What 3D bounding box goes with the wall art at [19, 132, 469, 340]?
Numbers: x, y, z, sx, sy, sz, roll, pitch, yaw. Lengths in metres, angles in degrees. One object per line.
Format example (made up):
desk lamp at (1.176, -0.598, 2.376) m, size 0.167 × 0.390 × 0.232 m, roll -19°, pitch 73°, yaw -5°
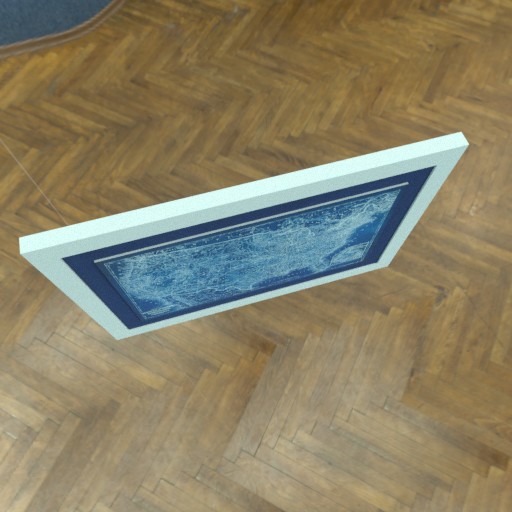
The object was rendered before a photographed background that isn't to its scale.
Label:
wall art at (0.000, 0.000, 1.663) m, size 1.308 × 0.902 × 0.051 m, roll -15°, pitch 66°, yaw -7°
